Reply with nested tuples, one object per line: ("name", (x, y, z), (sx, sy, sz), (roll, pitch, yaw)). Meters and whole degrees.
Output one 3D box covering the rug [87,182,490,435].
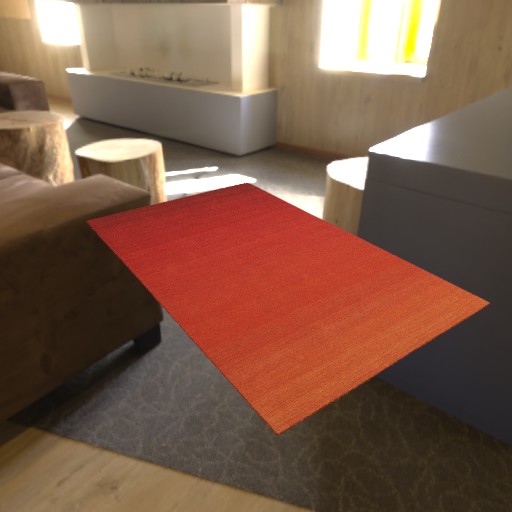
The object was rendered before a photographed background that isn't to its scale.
("rug", (0.000, 0.000, 2.994), (1.531, 0.010, 2.442), (-19, 35, -30))
